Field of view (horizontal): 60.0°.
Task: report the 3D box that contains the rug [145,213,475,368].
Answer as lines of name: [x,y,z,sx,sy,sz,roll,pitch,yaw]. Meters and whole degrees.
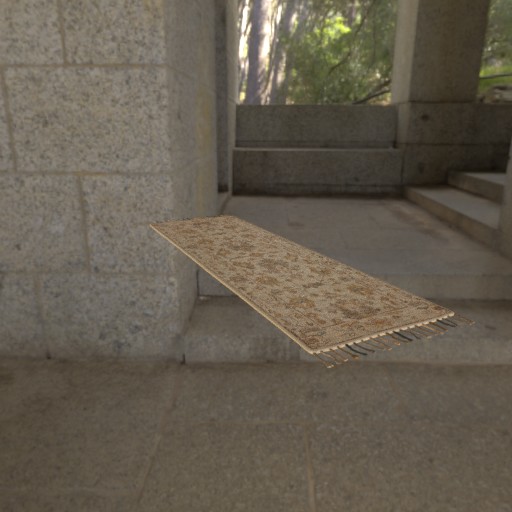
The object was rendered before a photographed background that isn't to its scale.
rug: [0.000,0.000,2.634,0.729,0.021,2.438,-9,19,-26]
